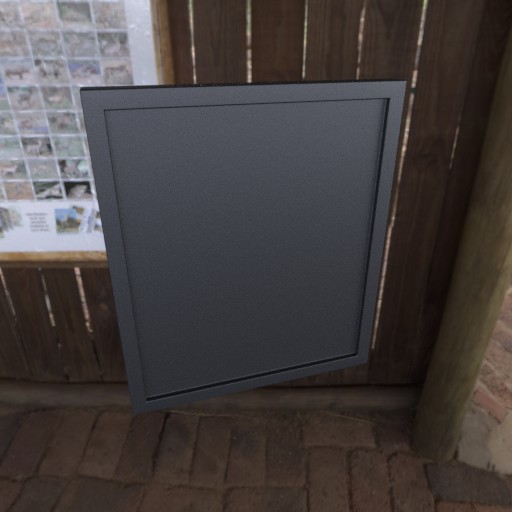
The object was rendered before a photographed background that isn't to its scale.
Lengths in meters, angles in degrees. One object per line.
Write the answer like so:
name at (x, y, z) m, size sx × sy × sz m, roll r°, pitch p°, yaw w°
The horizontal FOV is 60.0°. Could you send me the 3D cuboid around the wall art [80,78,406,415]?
wall art at (0.000, 0.000, 0.522) m, size 0.328 × 0.381 × 0.028 m, roll -8°, pitch 27°, yaw -16°
